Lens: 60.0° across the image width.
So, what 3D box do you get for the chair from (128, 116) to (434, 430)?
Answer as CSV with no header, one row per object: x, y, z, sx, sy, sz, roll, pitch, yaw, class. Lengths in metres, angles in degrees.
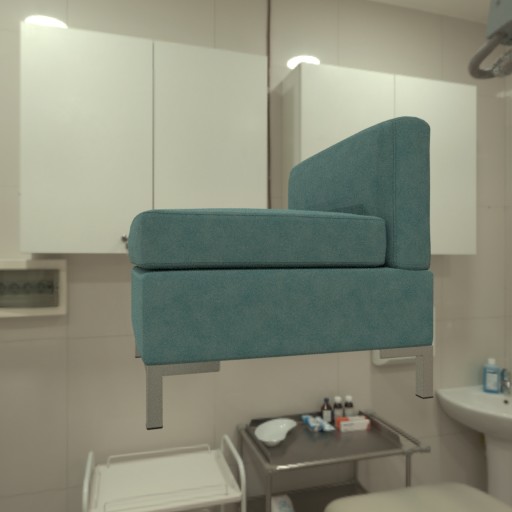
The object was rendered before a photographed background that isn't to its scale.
0.000,0.000,1.244,0.685,0.660,0.684,0,0,-17,chair
